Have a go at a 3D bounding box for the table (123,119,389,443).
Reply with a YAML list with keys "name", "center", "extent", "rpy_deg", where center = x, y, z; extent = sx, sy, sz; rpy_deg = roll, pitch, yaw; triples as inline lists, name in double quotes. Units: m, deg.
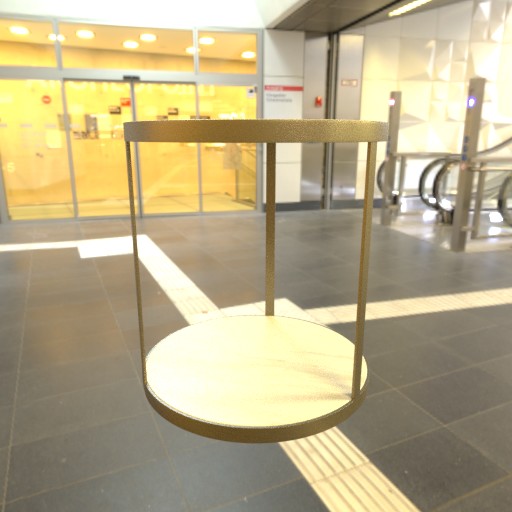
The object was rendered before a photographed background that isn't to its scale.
- name: "table"
  center: [0.000, 0.000, 0.835]
  extent: [0.445, 0.479, 0.445]
  rpy_deg: [0, 15, 0]
